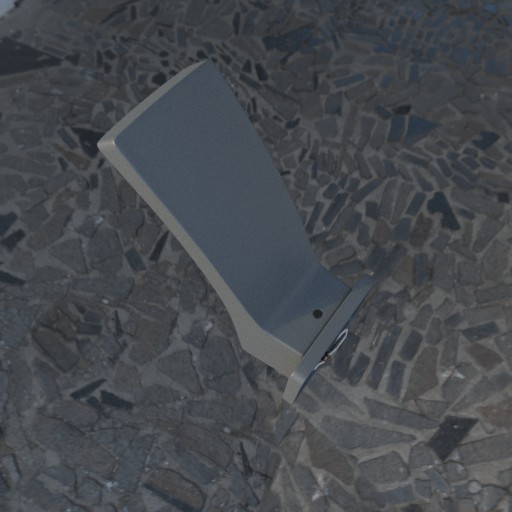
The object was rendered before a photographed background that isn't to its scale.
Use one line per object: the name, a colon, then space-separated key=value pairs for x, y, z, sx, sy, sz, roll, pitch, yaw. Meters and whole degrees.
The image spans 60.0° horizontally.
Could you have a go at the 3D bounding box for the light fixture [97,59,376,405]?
light fixture: x=0.000 y=0.000 z=0.339 sx=0.174 sy=0.243 sz=0.108 roll=35 pitch=68 yaw=16
